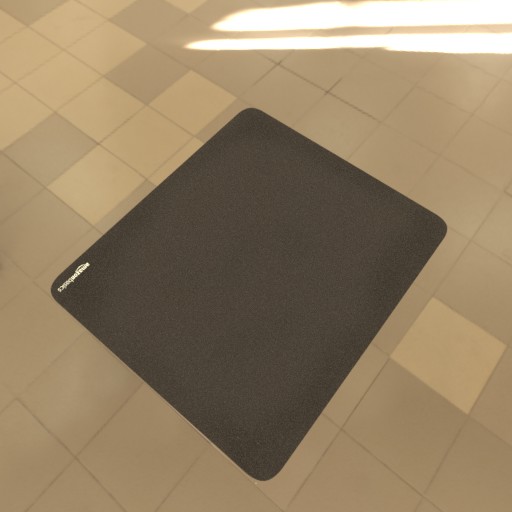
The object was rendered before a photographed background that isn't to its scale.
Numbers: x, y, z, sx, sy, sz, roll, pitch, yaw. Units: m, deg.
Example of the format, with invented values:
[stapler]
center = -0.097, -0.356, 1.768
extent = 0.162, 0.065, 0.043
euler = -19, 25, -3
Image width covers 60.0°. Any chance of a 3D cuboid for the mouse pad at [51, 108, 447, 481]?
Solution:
[mouse pad]
center = 0.000, 0.000, 0.637
extent = 0.393, 0.002, 0.451
euler = 36, 68, 17
